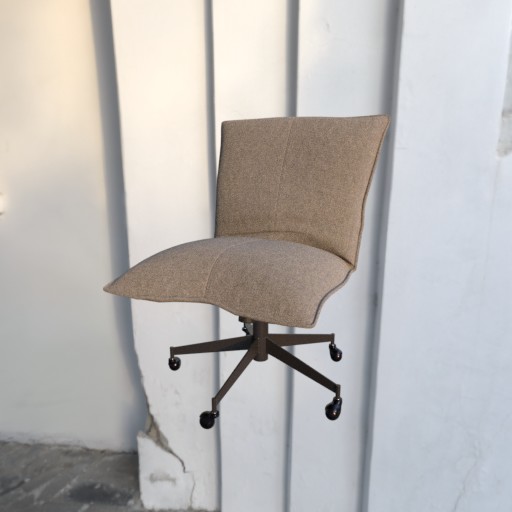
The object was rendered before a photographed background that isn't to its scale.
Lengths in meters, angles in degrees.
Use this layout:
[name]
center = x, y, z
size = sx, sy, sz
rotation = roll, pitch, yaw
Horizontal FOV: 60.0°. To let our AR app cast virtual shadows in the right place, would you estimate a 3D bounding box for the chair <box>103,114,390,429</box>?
[chair]
center = 0.000, 0.000, 1.295
size = 0.597, 0.811, 0.696
rotation = 7, 16, 25
